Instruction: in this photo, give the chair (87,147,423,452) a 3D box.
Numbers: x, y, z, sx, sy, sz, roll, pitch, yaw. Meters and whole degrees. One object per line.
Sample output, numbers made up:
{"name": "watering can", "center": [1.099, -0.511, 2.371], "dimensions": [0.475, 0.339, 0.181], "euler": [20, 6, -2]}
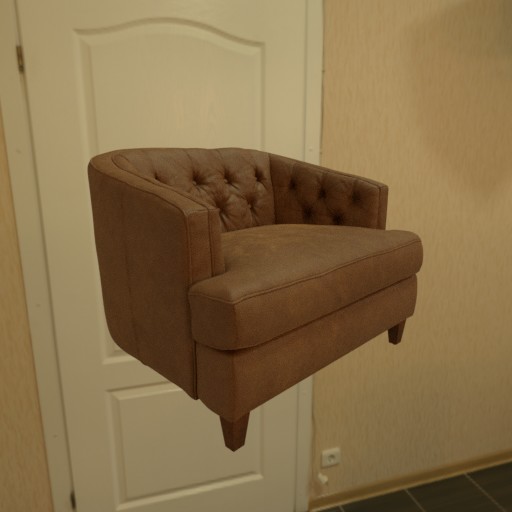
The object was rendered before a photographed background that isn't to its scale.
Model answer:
{"name": "chair", "center": [0.000, 0.000, 1.758], "dimensions": [0.911, 0.836, 1.119], "euler": [13, 19, 42]}
